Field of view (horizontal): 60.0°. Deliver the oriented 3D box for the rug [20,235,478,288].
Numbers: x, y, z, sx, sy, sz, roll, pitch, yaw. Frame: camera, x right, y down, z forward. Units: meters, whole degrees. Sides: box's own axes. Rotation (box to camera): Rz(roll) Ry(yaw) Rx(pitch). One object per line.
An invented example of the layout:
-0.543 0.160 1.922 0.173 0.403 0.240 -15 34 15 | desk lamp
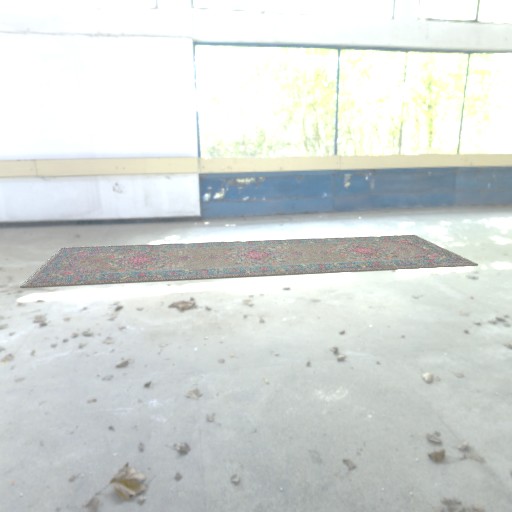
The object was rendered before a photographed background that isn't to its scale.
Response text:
0.000 0.000 2.006 1.827 0.012 0.553 -2 16 -8 | rug
